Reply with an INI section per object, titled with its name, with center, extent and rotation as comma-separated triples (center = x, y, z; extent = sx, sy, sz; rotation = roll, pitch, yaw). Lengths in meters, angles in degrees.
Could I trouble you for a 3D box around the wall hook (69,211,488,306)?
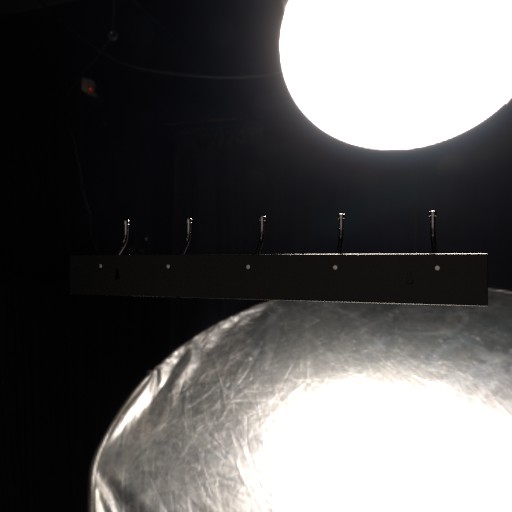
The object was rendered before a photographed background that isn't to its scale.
[wall hook]
center = 0.000, 0.000, 0.620
extent = 0.571, 0.117, 0.071
rotation = 0, 0, 17
